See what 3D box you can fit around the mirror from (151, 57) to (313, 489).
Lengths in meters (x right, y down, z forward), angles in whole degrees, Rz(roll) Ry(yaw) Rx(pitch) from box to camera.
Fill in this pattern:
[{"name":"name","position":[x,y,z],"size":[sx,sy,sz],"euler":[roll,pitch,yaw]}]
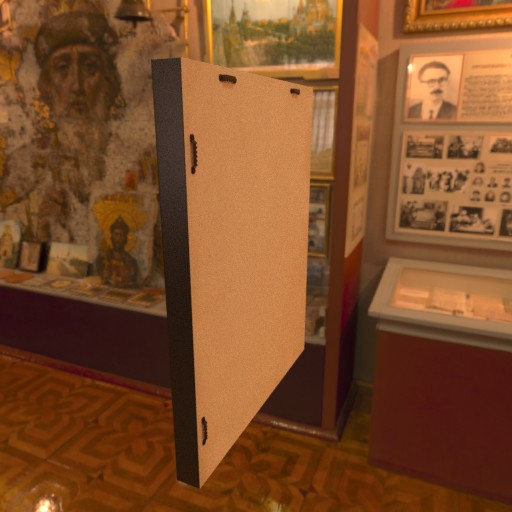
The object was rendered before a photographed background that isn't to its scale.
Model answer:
[{"name":"mirror","position":[0.000,0.000,0.676],"size":[0.041,0.509,0.406],"euler":[8,18,24]}]
